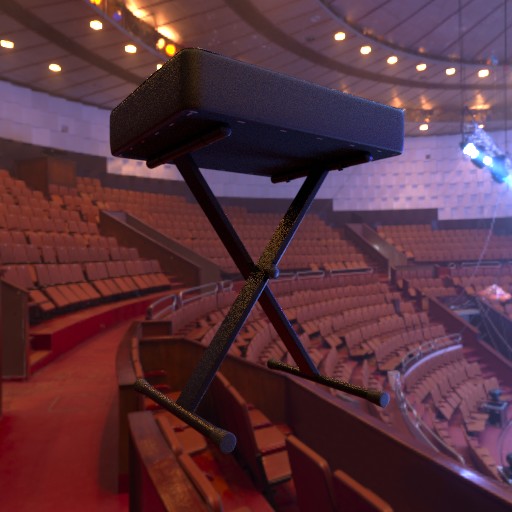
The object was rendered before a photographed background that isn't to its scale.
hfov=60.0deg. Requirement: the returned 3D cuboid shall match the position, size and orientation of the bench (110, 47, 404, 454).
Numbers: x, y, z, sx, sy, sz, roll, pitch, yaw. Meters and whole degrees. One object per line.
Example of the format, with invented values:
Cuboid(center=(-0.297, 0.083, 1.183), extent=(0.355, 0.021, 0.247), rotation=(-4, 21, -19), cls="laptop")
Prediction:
Cuboid(center=(0.000, 0.000, 0.774), extent=(0.424, 0.500, 0.321), rotation=(0, 0, -35), cls="bench")
